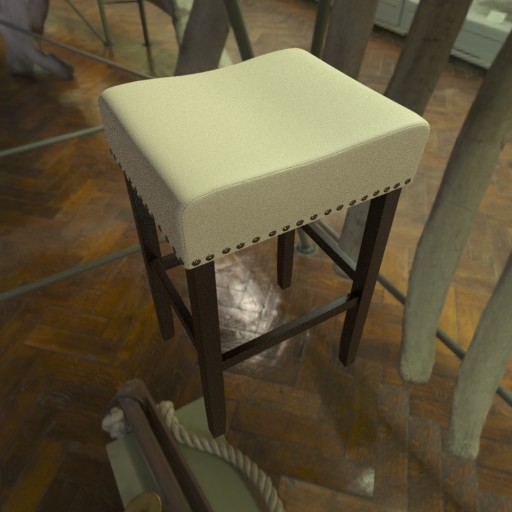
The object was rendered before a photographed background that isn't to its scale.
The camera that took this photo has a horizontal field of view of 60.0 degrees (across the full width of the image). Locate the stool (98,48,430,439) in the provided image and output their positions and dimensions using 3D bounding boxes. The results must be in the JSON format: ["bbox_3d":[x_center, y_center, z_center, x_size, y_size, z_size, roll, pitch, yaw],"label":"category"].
[{"bbox_3d":[0.000,0.000,1.043,0.471,0.762,0.401,-22,48,-21],"label":"stool"}]
